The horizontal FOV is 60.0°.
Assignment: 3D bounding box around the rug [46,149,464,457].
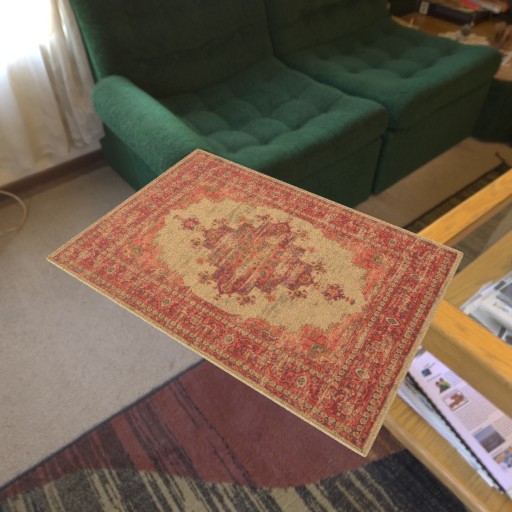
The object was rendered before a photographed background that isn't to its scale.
[{"bbox_3d":[0.000,0.000,2.876,2.232,0.011,1.555,26,51,23],"label":"rug"}]
